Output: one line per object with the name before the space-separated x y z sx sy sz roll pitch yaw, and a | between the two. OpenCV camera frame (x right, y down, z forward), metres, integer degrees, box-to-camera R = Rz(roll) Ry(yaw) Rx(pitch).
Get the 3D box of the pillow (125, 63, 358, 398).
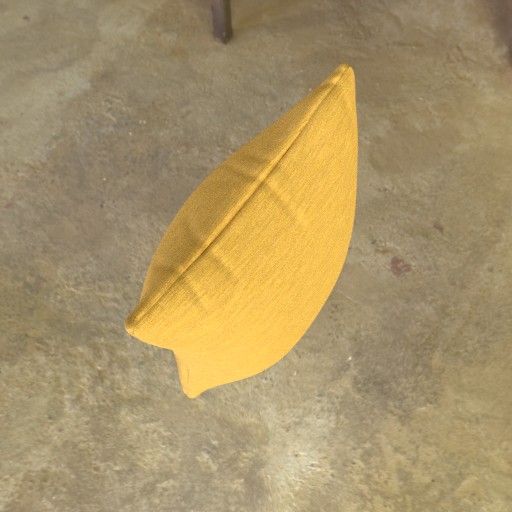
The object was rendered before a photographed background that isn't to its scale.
pillow | 0.000 0.000 0.681 0.247 0.417 0.435 32 69 14
